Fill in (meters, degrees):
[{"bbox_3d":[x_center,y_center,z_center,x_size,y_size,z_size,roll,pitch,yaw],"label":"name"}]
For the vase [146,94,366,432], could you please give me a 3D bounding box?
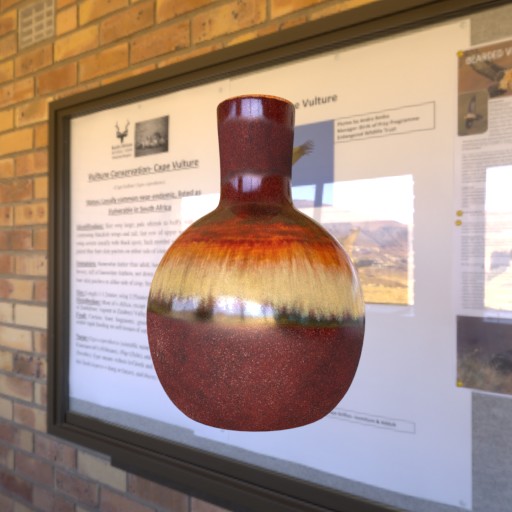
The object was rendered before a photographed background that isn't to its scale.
[{"bbox_3d":[0.000,0.000,0.231,0.111,0.154,0.111,0,0,0],"label":"vase"}]
